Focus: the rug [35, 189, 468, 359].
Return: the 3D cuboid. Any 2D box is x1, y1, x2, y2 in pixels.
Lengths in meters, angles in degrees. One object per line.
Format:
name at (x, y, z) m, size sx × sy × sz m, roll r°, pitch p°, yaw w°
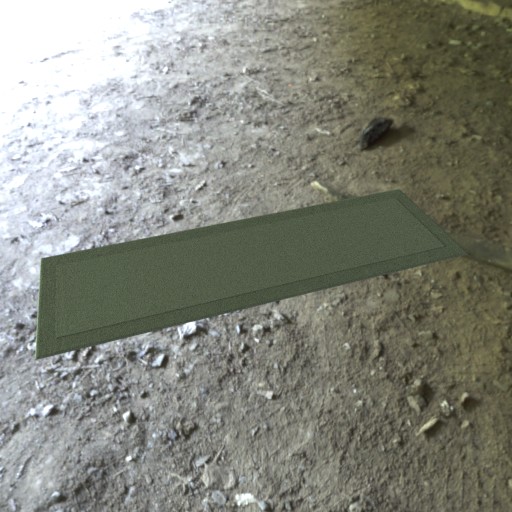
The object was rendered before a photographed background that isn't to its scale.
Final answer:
rug at (0.000, 0.000, 2.636) m, size 2.430 × 0.012 × 0.759 m, roll -12°, pitch 42°, yaw -14°
